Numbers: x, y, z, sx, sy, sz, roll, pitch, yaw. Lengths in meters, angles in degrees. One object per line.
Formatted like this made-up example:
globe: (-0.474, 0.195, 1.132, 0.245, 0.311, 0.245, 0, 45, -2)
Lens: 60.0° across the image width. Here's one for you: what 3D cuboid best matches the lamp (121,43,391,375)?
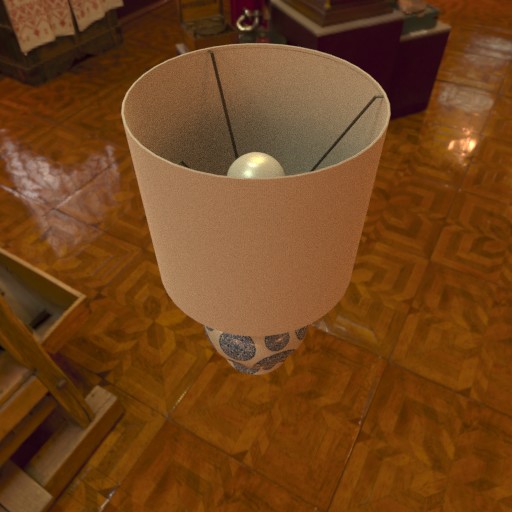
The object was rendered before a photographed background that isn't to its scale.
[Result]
lamp: (0.000, 0.000, 0.501, 0.215, 0.381, 0.215, 25, 52, 21)
